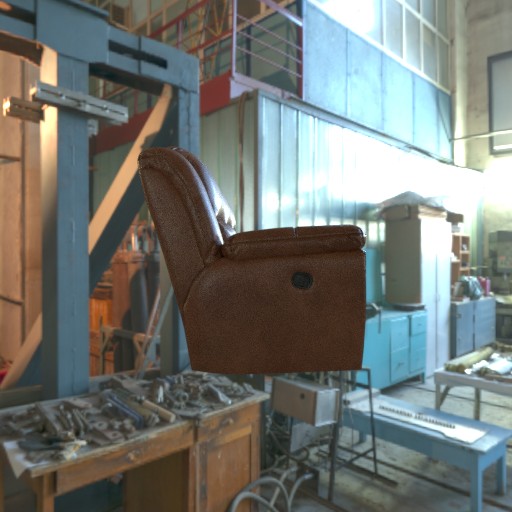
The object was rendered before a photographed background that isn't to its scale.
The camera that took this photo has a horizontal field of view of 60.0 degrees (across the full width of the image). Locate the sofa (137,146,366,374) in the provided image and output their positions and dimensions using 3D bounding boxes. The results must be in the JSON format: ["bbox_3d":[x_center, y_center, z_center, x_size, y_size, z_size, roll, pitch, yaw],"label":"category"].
[{"bbox_3d":[0.000,0.000,2.918,0.991,1.043,2.337,0,0,0],"label":"sofa"}]
